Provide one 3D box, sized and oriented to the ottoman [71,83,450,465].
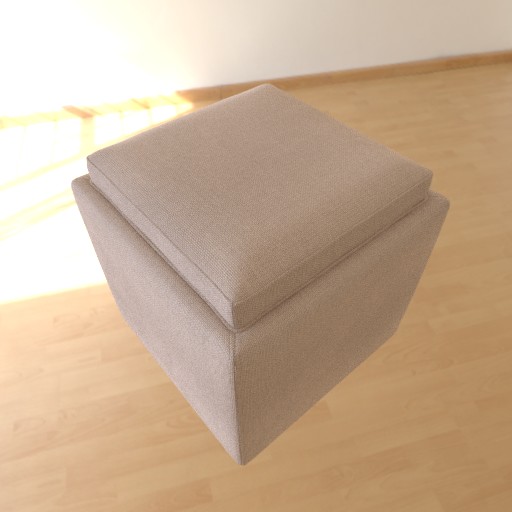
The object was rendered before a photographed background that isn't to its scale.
[{"bbox_3d":[0.000,0.000,0.820,0.451,0.460,0.450,-32,55,-26],"label":"ottoman"}]
